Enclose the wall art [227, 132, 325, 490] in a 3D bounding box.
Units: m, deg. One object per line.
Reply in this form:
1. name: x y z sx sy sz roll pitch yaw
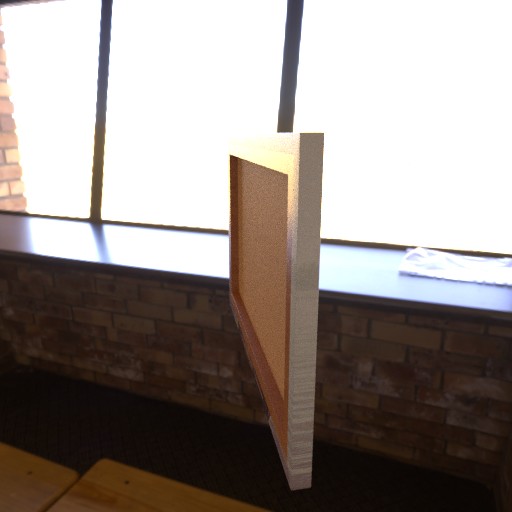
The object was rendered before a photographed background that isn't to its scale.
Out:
1. wall art: 0.000 0.000 1.137 0.037 0.609 0.916 -3 16 -10
